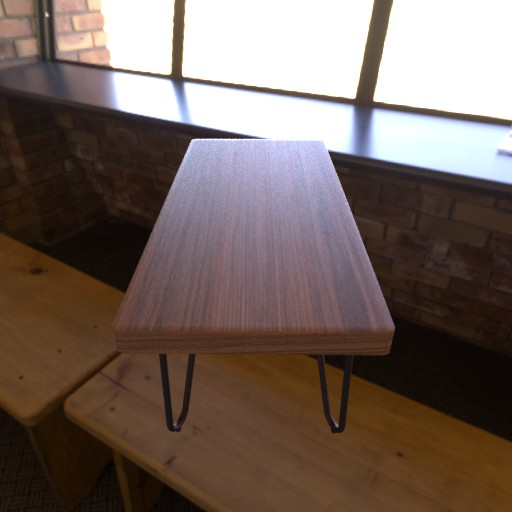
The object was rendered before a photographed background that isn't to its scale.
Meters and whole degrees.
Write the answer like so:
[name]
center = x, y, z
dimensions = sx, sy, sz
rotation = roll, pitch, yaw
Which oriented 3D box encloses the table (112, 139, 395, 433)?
[table]
center = 0.000, 0.000, 1.680
dimensions = 0.637, 0.468, 1.375
rotation = 0, 32, 0
